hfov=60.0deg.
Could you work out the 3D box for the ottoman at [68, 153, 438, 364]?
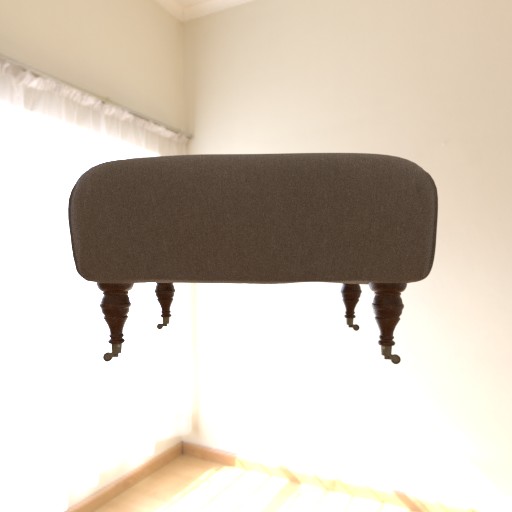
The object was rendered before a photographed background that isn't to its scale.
[{"bbox_3d":[0.000,0.000,1.137,0.747,0.450,0.622,0,-1,2],"label":"ottoman"}]
